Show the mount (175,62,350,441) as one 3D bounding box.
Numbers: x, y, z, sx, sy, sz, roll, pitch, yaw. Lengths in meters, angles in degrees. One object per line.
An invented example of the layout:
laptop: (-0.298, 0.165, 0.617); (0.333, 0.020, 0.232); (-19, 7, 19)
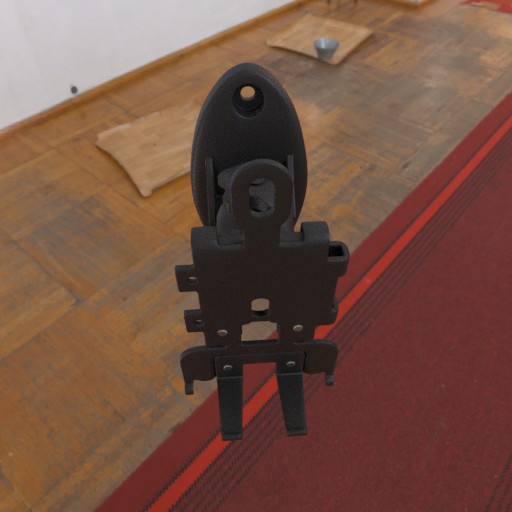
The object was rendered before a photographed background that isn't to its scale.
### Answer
mount: (0.000, 0.000, 0.172); (0.066, 0.118, 0.100); (-3, 46, -3)
